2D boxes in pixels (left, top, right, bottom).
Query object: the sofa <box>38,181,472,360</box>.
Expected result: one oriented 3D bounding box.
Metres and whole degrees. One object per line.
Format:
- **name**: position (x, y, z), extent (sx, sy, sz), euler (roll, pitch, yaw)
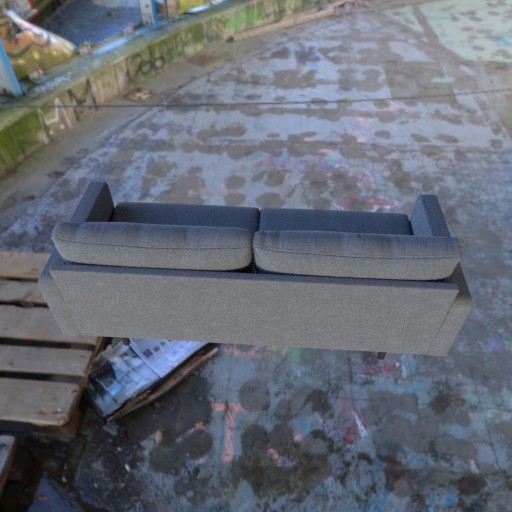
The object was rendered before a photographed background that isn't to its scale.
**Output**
- **sofa**: position (0.000, 0.000, 2.543), extent (2.100, 0.880, 0.880), euler (3, 46, 3)
